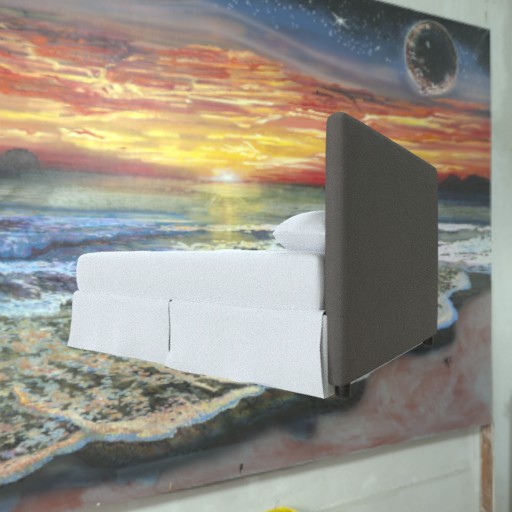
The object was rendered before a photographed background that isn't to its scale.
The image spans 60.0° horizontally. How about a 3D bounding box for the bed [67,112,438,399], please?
[{"bbox_3d":[0.000,0.000,3.225,2.142,1.330,1.723,0,0,36],"label":"bed"}]
